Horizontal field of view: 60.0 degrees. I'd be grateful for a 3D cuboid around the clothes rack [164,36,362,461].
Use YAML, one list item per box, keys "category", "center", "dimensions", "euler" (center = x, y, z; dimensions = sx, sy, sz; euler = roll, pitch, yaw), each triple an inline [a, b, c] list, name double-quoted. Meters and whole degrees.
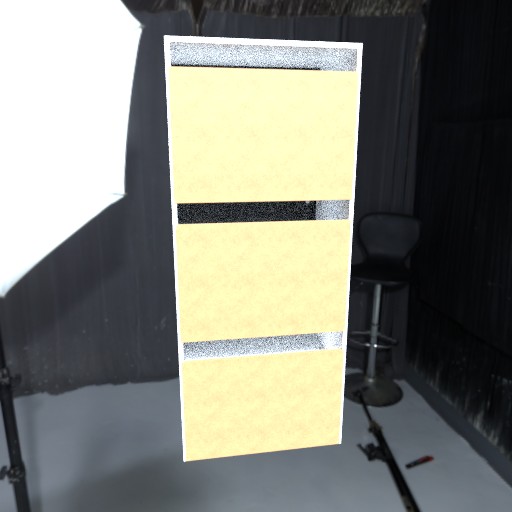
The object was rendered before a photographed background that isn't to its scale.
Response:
- category: "clothes rack"
  center: [0.000, 0.000, 1.400]
  dimensions: [0.500, 1.187, 0.330]
  euler: [-2, 14, -9]
